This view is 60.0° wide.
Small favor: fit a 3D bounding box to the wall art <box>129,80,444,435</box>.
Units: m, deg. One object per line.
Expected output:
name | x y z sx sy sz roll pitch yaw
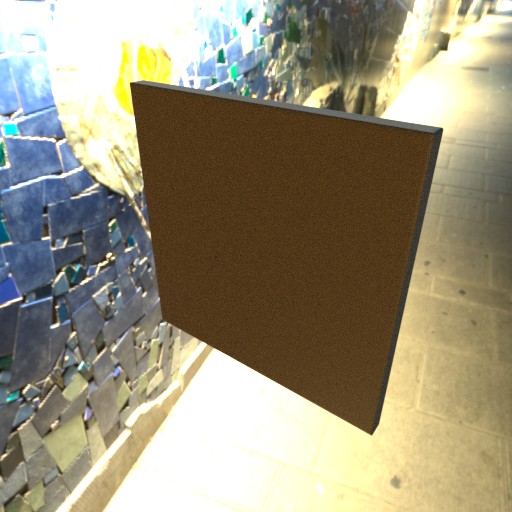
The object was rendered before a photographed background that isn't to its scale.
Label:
wall art | 0.000 0.000 1.905 1.287 1.288 0.078 21 37 31
